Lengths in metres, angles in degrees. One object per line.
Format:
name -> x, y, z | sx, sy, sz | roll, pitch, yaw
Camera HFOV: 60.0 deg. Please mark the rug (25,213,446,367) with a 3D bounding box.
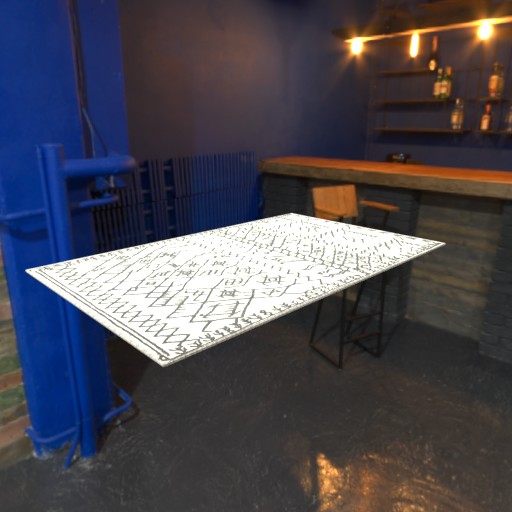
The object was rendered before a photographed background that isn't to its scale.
rug -> 0.000, 0.000, 2.994 | 2.444, 0.012, 1.526 | -16, 23, -42
